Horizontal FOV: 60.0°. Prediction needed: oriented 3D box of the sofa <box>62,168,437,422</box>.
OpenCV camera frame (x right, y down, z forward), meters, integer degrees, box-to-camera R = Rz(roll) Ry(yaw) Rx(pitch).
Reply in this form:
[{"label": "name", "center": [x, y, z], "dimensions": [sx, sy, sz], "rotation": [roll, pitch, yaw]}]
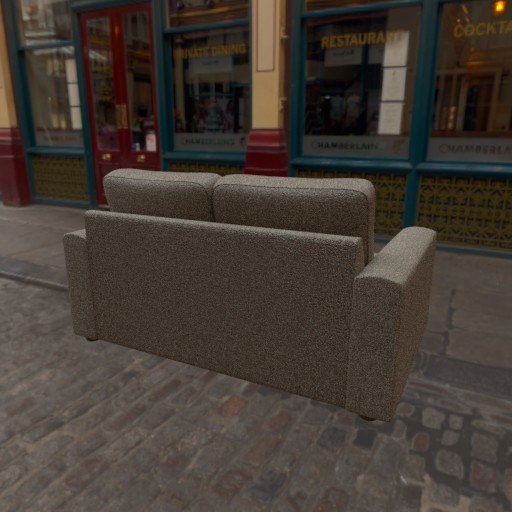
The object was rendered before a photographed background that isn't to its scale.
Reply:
[{"label": "sofa", "center": [0.000, 0.000, 2.260], "dimensions": [1.616, 0.873, 1.016], "rotation": [8, 17, 26]}]
